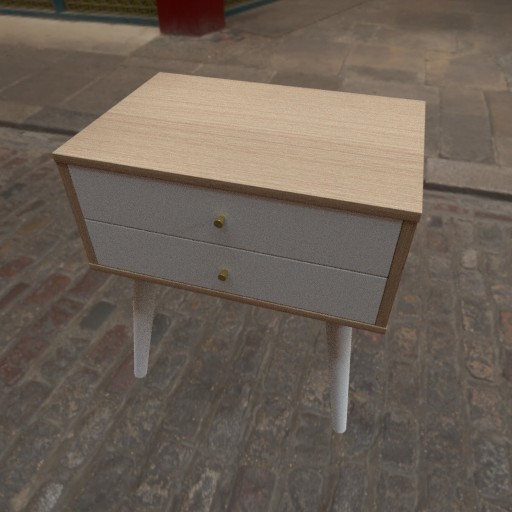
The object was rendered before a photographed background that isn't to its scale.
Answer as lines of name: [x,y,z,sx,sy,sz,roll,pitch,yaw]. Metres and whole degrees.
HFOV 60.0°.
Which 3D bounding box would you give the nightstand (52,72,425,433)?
nightstand: [0.000,0.000,0.984,0.571,0.610,0.407,11,42,12]
